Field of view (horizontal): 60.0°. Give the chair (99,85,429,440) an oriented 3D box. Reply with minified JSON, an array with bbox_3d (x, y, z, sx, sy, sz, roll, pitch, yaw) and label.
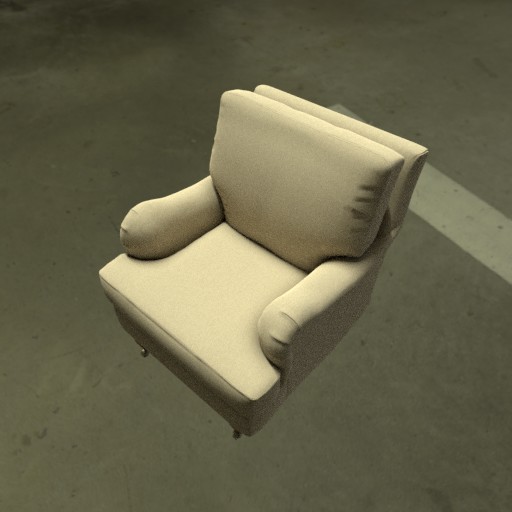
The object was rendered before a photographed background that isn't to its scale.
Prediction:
[{"bbox_3d":[0.000,0.000,1.904,0.895,1.076,1.078,32,54,27],"label":"chair"}]
